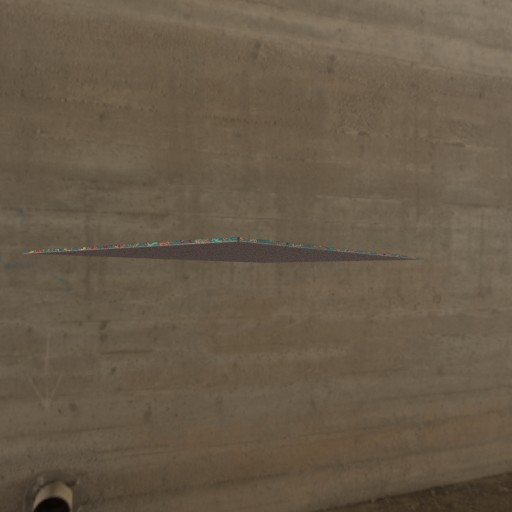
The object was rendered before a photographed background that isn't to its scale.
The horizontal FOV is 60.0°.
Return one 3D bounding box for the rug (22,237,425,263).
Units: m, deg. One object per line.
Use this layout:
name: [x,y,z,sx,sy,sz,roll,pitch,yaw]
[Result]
rug: [0.000,0.000,2.913,1.527,0.016,2.290,-2,-3,36]
